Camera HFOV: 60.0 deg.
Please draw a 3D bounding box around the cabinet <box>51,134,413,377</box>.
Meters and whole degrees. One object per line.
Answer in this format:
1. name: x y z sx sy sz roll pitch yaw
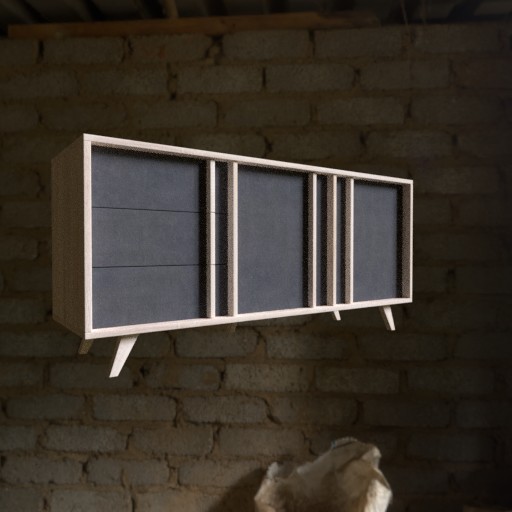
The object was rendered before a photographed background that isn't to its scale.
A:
1. cabinet: 0.000 0.000 2.049 1.650 0.780 0.500 -1 1 -35
